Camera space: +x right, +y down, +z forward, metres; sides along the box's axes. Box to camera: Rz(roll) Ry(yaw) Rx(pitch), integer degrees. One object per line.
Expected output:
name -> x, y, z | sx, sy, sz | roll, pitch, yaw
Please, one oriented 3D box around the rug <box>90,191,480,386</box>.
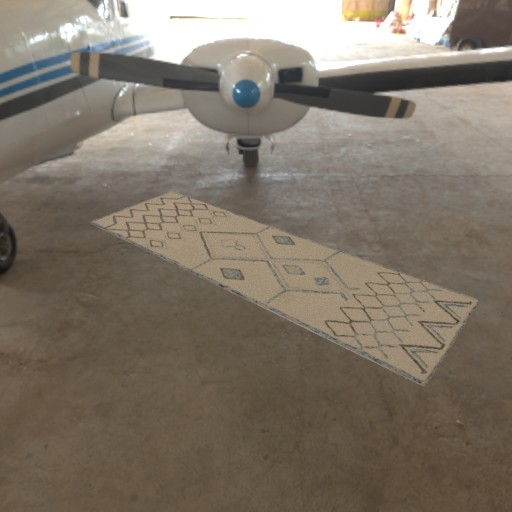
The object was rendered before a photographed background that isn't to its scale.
rug -> 0.000, 0.000, 2.749 | 2.434, 0.013, 0.770 | 22, 37, 33
